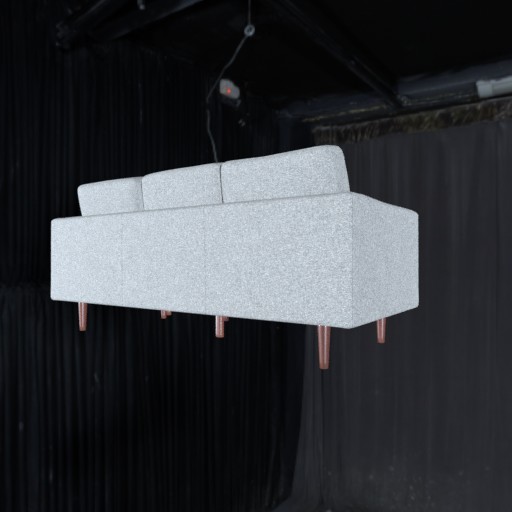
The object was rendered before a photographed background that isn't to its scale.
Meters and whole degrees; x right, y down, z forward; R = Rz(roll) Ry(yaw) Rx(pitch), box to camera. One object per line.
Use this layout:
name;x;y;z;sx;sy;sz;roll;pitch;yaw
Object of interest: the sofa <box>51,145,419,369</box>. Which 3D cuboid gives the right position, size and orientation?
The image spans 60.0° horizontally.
sofa;0.000;0.000;2.918;2.055;0.957;1.667;0;0;35
